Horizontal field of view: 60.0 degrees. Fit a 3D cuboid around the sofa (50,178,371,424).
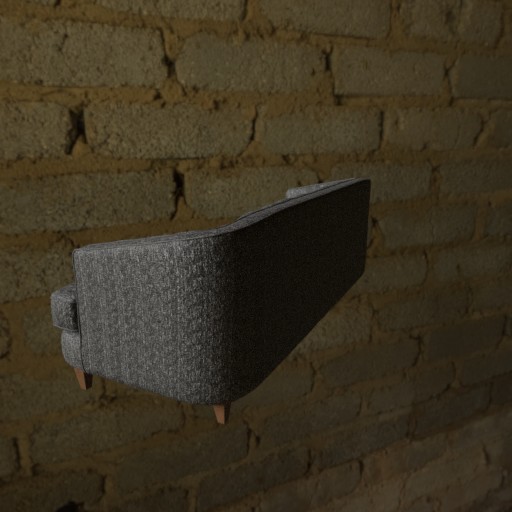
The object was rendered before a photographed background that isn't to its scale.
[{"bbox_3d":[0.000,0.000,2.715,0.941,0.855,2.278,8,18,26],"label":"sofa"}]
